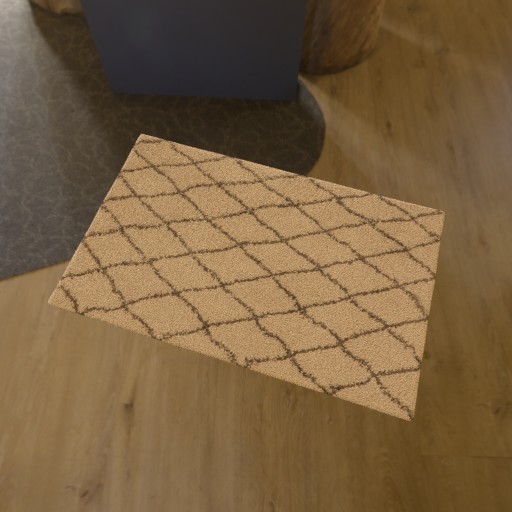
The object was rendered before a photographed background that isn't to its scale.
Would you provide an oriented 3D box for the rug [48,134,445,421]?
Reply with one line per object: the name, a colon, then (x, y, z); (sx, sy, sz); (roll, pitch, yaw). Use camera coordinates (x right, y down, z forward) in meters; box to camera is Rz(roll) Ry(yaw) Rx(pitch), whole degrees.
rug: (0.000, 0.000, 3.109); (2.438, 0.030, 1.524); (16, 65, 8)
